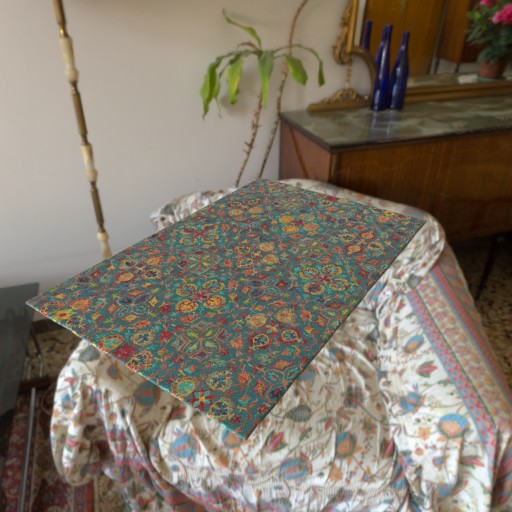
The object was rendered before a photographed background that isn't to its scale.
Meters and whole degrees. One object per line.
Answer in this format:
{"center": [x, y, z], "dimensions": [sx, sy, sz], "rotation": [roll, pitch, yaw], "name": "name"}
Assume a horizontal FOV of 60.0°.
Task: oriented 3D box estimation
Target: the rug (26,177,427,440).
{"center": [0.000, 0.000, 2.311], "dimensions": [1.216, 0.014, 1.836], "rotation": [20, 37, 29], "name": "rug"}
